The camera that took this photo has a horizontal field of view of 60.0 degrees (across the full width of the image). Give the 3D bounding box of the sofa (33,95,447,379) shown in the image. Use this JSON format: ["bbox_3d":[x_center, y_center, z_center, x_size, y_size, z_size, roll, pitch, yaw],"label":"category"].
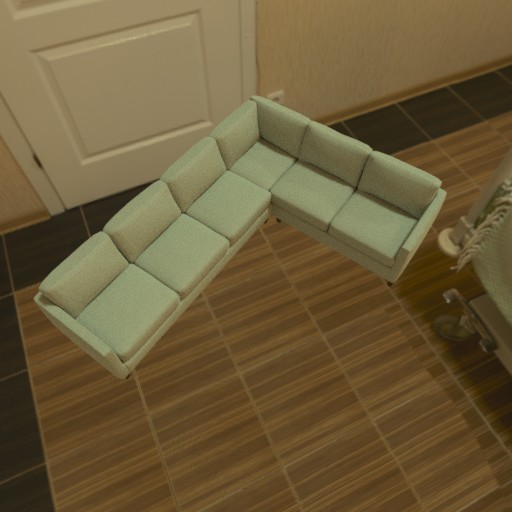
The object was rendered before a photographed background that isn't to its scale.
[{"bbox_3d":[0.000,0.000,4.406,2.522,0.934,3.333,31,62,19],"label":"sofa"}]
